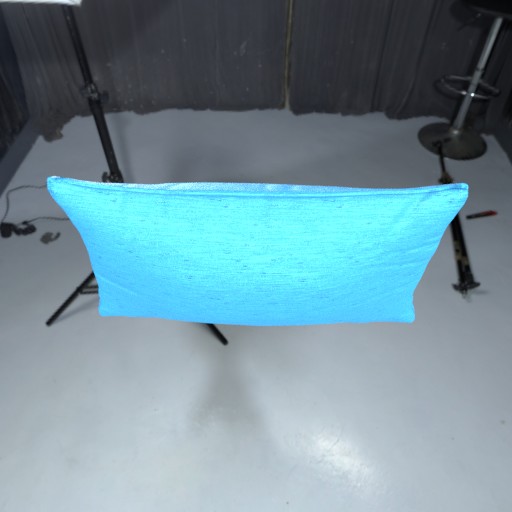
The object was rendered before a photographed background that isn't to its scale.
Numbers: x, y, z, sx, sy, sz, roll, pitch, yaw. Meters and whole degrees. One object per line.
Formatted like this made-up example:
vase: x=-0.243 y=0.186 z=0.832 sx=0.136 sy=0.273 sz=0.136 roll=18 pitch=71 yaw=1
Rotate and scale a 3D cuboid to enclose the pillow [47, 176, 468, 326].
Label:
pillow: x=0.000 y=0.000 z=0.782 sx=0.633 sy=0.338 sz=0.210 roll=1 pitch=47 yaw=1
